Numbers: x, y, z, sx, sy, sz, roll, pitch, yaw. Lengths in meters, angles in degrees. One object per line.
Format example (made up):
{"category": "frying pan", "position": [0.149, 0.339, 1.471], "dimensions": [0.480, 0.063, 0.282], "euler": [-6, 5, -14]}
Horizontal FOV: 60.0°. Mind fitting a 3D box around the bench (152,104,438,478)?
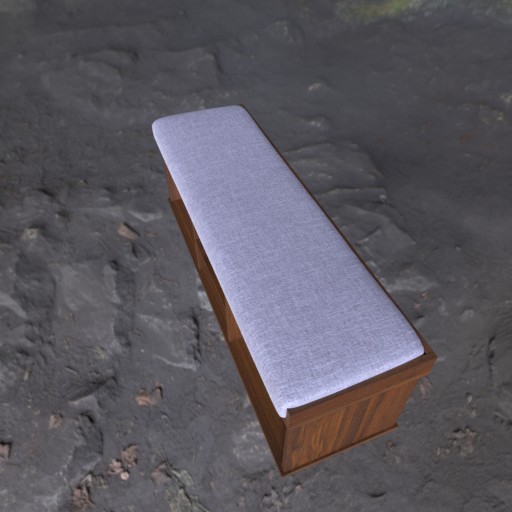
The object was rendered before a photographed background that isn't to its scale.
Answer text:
{"category": "bench", "position": [0.000, 0.000, 1.433], "dimensions": [0.367, 0.468, 1.196], "euler": [-16, 49, -15]}
